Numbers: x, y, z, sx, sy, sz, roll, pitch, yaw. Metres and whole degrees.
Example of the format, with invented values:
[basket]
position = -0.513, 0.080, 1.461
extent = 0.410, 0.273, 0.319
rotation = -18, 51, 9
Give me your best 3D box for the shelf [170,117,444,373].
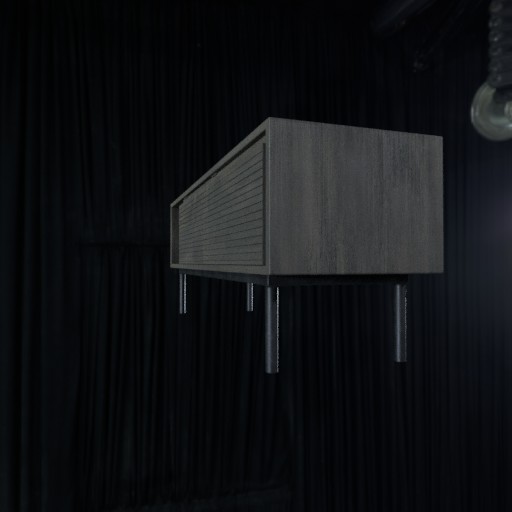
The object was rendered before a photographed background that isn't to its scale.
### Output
[shelf]
position = 0.000, 0.000, 1.491
extent = 0.400, 0.495, 1.300
rotation = 0, -1, -19
